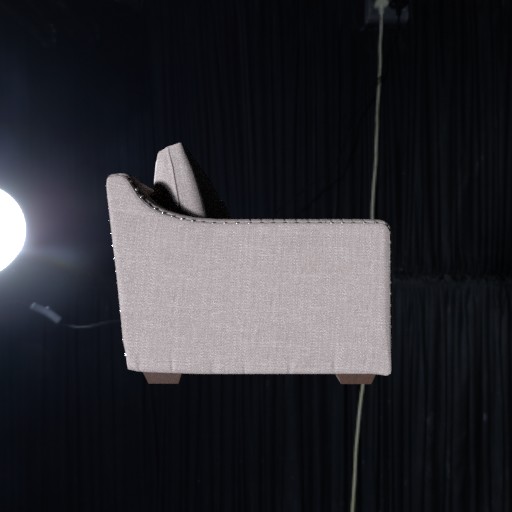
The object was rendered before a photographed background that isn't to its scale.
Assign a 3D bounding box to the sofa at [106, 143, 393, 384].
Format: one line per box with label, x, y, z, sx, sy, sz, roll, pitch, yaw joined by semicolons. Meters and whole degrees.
sofa;0.000;0.000;2.579;1.000;0.857;2.208;0;1;0
